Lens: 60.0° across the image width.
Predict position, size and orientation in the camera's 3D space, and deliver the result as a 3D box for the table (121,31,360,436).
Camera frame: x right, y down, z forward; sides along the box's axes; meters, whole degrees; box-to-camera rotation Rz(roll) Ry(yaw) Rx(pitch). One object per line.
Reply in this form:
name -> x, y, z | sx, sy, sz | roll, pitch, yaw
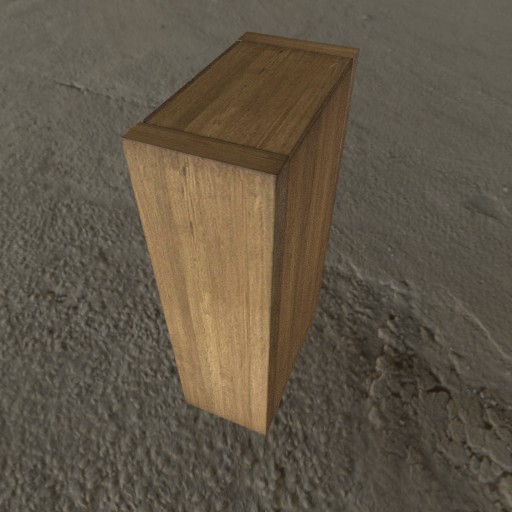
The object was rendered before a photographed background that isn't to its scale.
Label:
table -> 0.000, 0.000, 2.533 | 0.600, 2.000, 1.100 | 17, 48, 16
